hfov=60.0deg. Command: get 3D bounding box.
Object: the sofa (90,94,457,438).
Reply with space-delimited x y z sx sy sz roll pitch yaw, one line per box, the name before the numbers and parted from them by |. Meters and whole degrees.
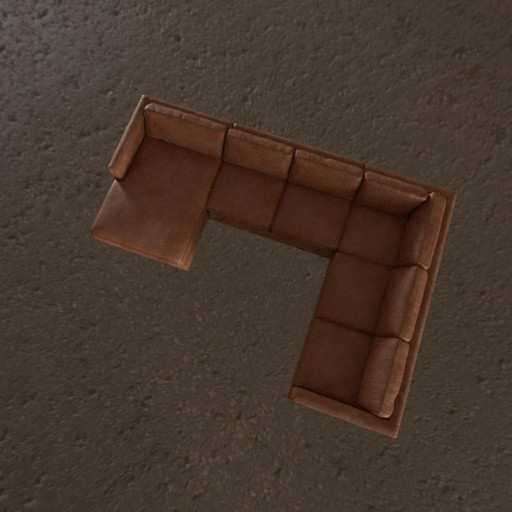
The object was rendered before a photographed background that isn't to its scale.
sofa | 0.000 0.000 4.532 3.401 0.832 2.430 19 75 5
